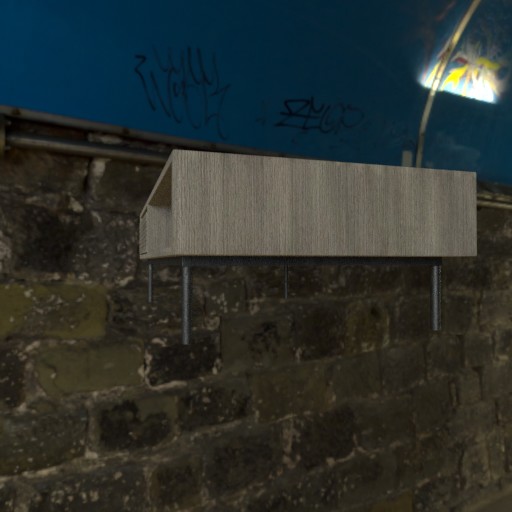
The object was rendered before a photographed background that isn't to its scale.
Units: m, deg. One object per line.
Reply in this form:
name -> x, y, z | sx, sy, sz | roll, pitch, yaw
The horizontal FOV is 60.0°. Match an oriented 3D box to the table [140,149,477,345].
table -> 0.000, 0.000, 1.363 | 0.643, 0.347, 1.088 | 0, -1, -17
